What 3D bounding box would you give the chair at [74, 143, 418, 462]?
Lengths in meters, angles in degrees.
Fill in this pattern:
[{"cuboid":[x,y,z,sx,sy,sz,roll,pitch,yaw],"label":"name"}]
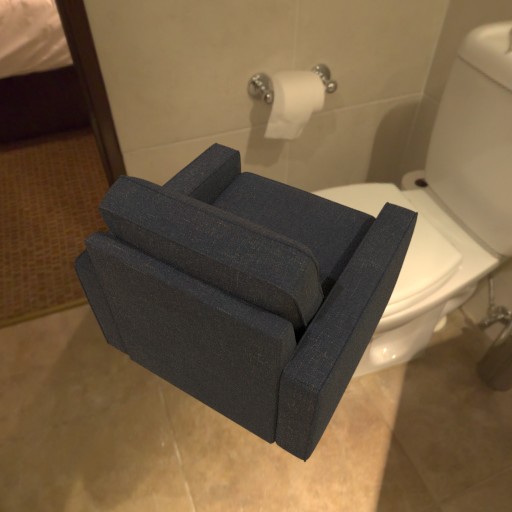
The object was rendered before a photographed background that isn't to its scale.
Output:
[{"cuboid":[0.000,0.000,1.762,1.017,0.919,0.940,24,51,21],"label":"chair"}]
